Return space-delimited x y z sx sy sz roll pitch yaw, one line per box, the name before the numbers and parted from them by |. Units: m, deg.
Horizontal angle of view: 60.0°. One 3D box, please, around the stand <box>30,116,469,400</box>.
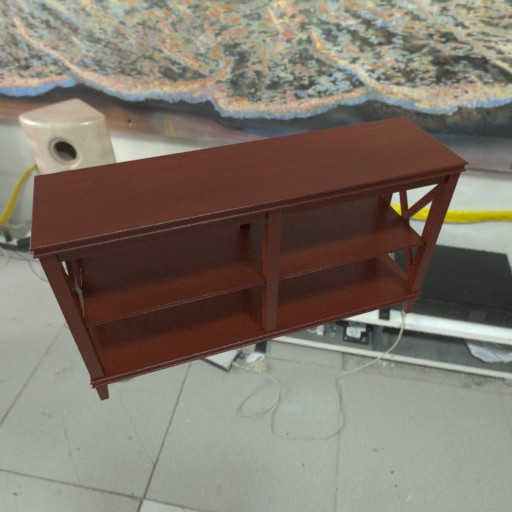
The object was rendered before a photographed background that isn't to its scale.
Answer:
stand | 0.000 0.000 1.701 1.372 0.762 0.381 -13 43 -14
